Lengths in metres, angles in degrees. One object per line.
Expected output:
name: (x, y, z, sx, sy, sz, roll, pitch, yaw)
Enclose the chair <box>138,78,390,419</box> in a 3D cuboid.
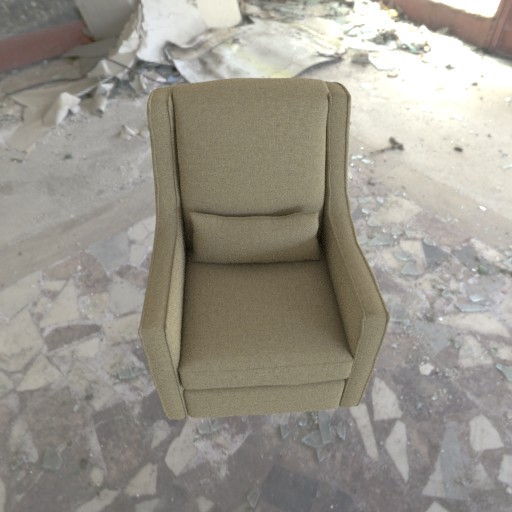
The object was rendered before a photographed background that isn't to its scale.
chair: (0.000, 0.000, 1.629, 0.732, 0.993, 0.879, -3, 47, -3)
